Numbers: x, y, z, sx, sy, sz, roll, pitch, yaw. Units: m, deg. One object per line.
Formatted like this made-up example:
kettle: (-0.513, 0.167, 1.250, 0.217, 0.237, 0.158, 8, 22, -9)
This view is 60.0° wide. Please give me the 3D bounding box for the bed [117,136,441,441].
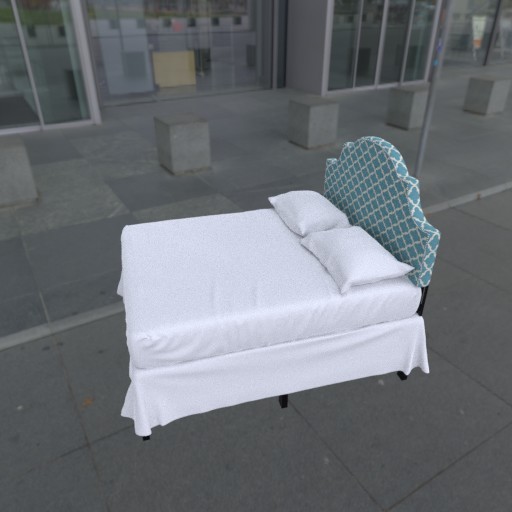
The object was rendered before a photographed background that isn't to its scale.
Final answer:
bed: (0.000, 0.000, 3.388, 2.222, 1.633, 1.780, -8, 31, -14)
